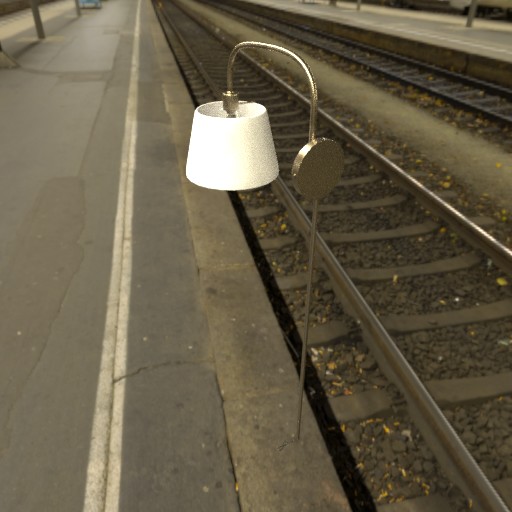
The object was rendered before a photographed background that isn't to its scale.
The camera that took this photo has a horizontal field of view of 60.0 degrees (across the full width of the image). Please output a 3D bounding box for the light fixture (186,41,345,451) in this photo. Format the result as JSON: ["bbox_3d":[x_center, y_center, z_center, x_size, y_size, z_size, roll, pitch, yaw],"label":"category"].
[{"bbox_3d":[0.000,0.000,0.455,0.092,0.399,0.176,-19,37,-28],"label":"light fixture"}]
